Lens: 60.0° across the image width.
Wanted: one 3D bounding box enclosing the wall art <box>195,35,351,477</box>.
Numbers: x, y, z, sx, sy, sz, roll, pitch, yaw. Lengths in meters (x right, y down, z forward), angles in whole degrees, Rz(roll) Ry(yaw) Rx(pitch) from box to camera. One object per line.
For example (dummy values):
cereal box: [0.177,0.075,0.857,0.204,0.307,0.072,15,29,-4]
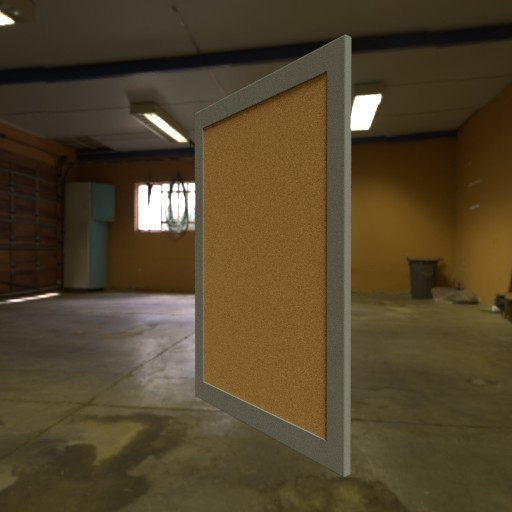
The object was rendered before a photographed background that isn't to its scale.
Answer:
wall art: [0.000,0.000,0.682,0.012,0.529,0.374,0,1,-36]
